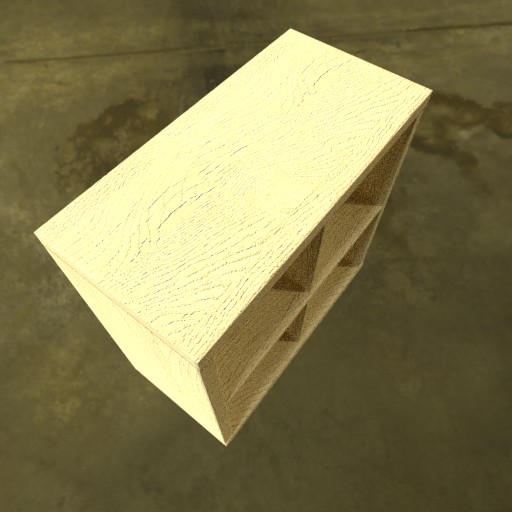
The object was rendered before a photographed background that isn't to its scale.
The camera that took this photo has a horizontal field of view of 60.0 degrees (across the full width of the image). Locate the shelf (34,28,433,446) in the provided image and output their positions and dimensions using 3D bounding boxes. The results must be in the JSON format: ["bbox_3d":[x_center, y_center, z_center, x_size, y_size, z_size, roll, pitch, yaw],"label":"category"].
[{"bbox_3d":[0.000,0.000,1.226,0.390,0.786,0.790,33,64,19],"label":"shelf"}]
